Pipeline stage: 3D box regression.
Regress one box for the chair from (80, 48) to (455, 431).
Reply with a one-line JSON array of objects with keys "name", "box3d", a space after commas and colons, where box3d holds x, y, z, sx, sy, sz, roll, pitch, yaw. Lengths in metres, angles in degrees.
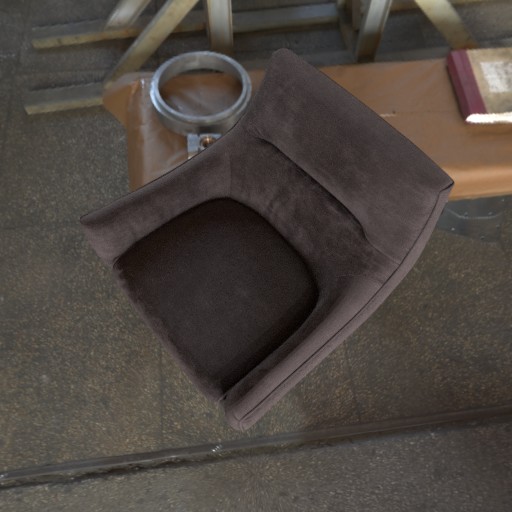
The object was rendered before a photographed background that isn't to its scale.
[{"name": "chair", "box3d": [0.000, 0.000, 1.415, 0.787, 0.838, 0.762, -37, 69, -17]}]
